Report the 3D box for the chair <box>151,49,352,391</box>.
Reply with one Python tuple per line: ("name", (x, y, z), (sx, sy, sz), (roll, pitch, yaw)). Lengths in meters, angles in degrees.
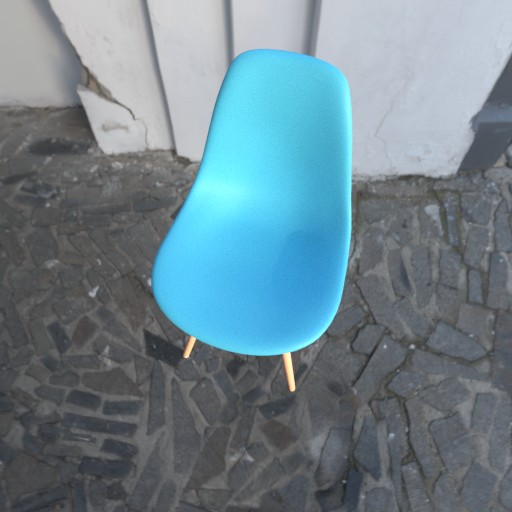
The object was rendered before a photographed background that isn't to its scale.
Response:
("chair", (0.000, 0.000, 1.157), (0.470, 0.826, 0.531), (15, 60, 9))
